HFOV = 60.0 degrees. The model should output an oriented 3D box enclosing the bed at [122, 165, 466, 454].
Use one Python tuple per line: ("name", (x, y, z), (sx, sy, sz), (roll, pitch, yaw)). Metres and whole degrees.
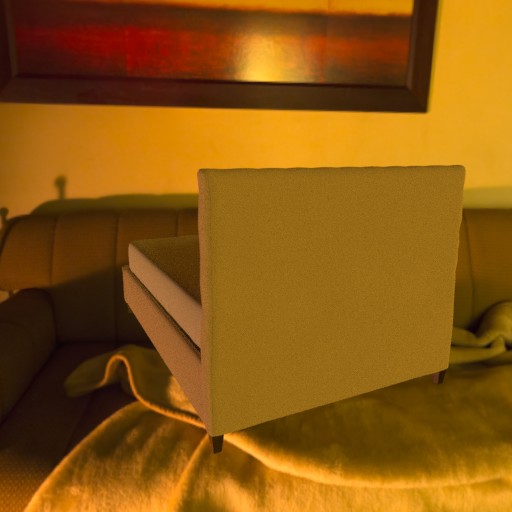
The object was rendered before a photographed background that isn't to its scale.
("bed", (0.000, 0.000, 3.471), (1.698, 1.427, 2.387), (-6, 14, -26))
